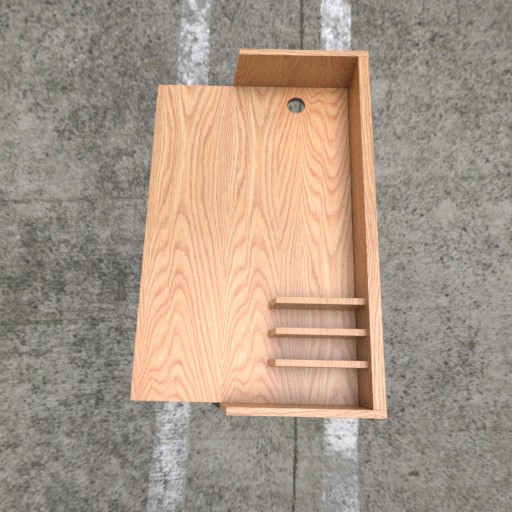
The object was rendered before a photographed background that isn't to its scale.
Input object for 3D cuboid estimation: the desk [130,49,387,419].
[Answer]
[{"bbox_3d":[0.000,0.000,1.884,0.769,1.061,1.191,1,75,0],"label":"desk"}]
